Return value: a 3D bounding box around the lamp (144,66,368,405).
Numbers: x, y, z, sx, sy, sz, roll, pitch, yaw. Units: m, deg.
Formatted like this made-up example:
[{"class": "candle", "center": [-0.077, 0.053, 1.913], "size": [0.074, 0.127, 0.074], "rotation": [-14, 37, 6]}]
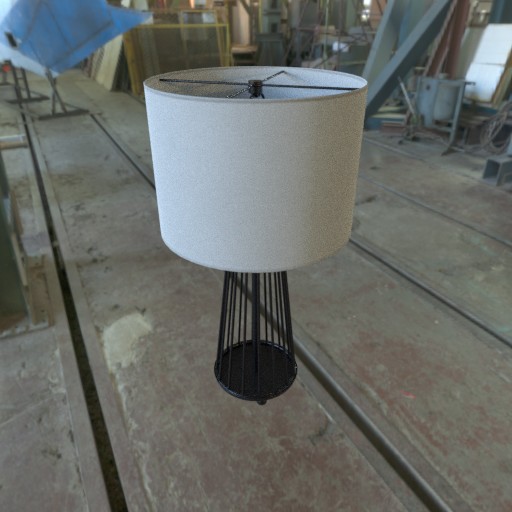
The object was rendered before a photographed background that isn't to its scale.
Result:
[{"class": "lamp", "center": [0.000, 0.000, 0.793], "size": [0.322, 0.593, 0.322], "rotation": [9, 31, 15]}]
